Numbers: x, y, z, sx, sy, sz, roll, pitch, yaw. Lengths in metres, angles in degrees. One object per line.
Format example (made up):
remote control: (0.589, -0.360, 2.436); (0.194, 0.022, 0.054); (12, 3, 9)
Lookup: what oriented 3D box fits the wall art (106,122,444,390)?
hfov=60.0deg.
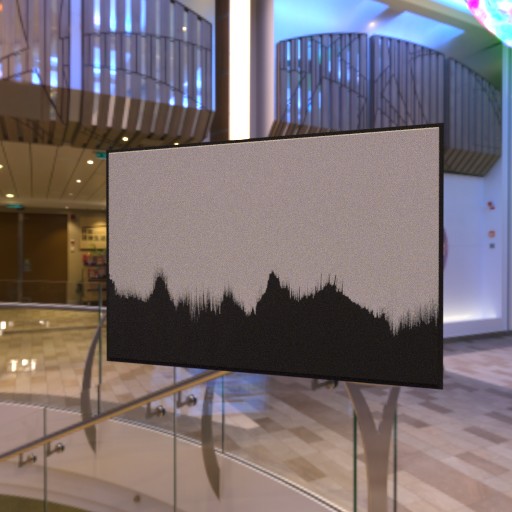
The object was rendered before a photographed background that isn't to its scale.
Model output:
wall art: (0.000, 0.000, 1.522); (1.190, 0.805, 0.028); (0, 0, 17)
